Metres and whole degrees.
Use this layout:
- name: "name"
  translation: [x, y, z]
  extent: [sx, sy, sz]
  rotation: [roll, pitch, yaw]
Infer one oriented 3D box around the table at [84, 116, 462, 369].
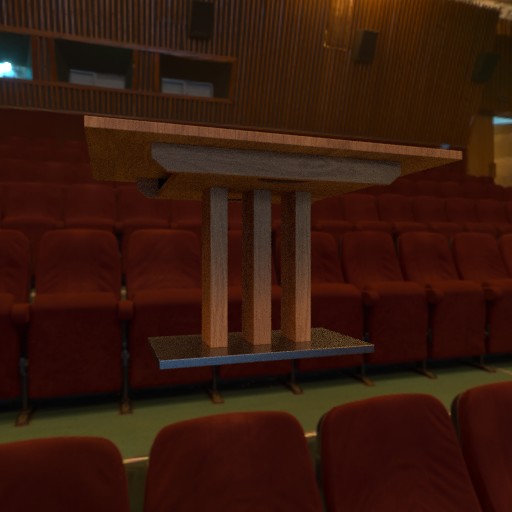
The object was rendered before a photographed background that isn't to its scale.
- name: "table"
  translation: [0.000, 0.000, 1.851]
  extent: [1.300, 0.770, 0.900]
  rotation: [0, 0, -19]
